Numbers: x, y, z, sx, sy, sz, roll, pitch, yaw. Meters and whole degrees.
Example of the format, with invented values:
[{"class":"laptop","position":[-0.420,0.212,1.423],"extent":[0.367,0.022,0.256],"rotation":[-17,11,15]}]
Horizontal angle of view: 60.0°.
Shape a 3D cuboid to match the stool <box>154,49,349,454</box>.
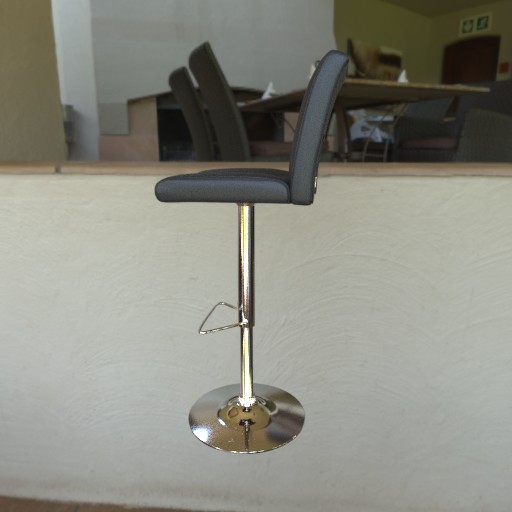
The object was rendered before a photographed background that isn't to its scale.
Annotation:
[{"class":"stool","position":[0.000,0.000,1.420],"extent":[0.520,1.151,0.415],"rotation":[2,14,9]}]
